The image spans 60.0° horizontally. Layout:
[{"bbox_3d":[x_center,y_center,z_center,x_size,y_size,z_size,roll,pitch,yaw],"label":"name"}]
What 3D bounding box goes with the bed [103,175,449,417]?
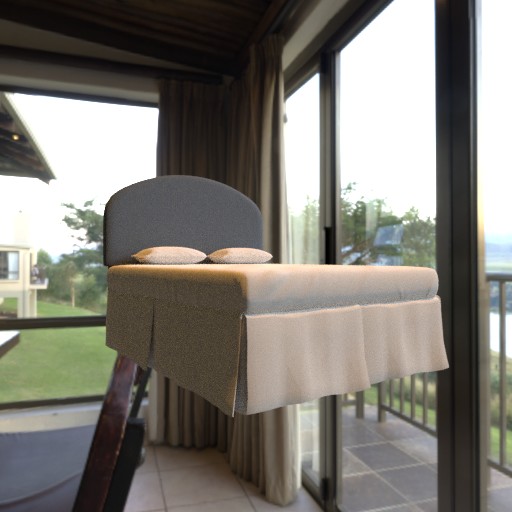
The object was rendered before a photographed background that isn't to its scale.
[{"bbox_3d":[0.000,0.000,3.116,1.607,1.410,2.005,0,0,-36],"label":"bed"}]
